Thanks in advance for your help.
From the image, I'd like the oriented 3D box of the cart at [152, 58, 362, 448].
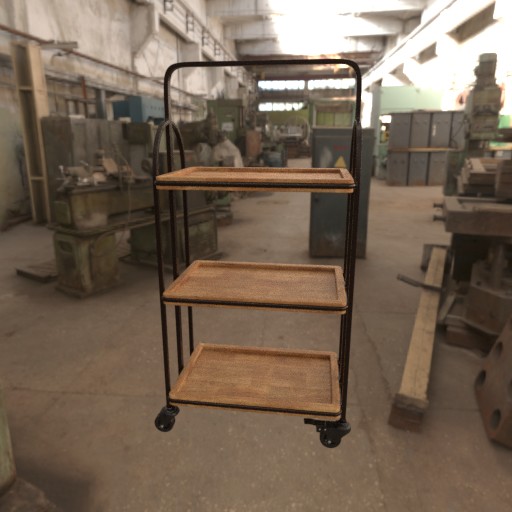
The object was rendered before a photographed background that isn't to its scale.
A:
[{"bbox_3d":[0.000,0.000,1.230,0.553,1.001,0.327,2,16,8],"label":"cart"}]
